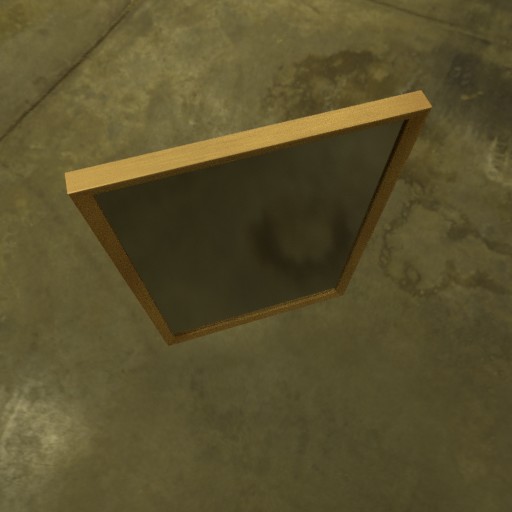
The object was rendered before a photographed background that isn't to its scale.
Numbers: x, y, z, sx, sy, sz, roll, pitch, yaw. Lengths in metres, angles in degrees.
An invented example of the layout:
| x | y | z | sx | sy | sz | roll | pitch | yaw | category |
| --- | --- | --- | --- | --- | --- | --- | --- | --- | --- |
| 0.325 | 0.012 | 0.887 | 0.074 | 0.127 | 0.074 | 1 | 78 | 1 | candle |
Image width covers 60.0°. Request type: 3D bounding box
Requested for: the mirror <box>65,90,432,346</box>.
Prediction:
| x | y | z | sx | sy | sz | roll | pitch | yaw | category |
| --- | --- | --- | --- | --- | --- | --- | --- | --- | --- |
| 0.000 | 0.000 | 0.915 | 0.507 | 0.710 | 0.039 | -15 | 64 | -8 | mirror |
